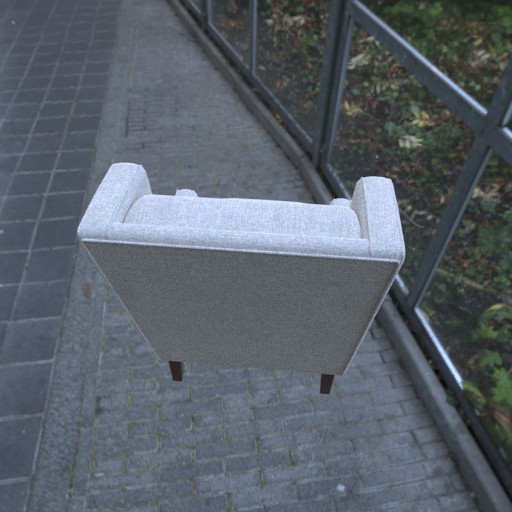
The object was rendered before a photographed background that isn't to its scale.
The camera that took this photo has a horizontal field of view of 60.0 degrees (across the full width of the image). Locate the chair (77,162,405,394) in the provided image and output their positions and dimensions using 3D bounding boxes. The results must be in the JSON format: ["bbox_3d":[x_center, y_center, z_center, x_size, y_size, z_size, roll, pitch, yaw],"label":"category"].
[{"bbox_3d":[0.000,0.000,1.701,0.764,1.082,0.948,4,47,4],"label":"chair"}]
